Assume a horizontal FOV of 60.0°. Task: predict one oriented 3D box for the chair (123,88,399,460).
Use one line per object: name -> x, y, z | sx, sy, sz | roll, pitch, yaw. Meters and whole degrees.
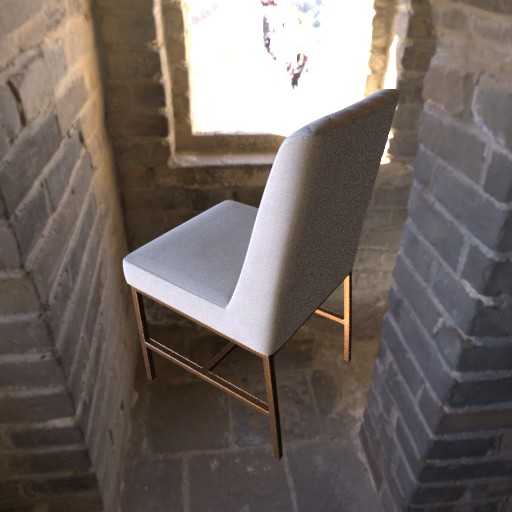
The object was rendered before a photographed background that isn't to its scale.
chair -> 0.000, 0.000, 1.280 | 0.597, 0.933, 0.503 | 20, 37, 29
